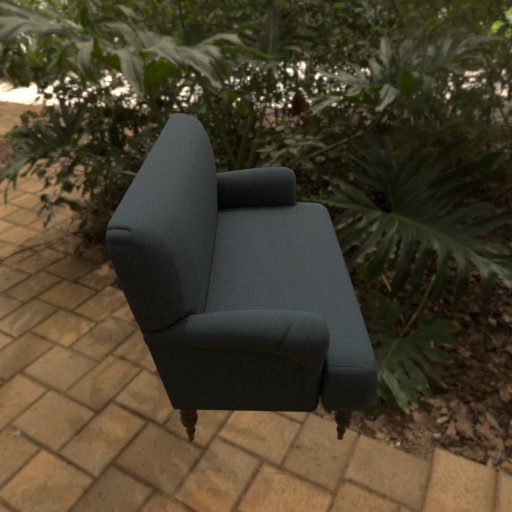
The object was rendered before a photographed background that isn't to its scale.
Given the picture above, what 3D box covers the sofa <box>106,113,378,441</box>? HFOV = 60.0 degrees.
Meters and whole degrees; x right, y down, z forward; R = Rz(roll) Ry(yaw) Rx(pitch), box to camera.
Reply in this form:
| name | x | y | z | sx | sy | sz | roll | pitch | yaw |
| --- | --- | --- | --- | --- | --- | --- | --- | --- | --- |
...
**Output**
| name | x | y | z | sx | sy | sz | roll | pitch | yaw |
| --- | --- | --- | --- | --- | --- | --- | --- | --- | --- |
| sofa | 0.000 | 0.000 | 1.828 | 0.779 | 0.889 | 1.297 | 0 | 32 | 0 |
